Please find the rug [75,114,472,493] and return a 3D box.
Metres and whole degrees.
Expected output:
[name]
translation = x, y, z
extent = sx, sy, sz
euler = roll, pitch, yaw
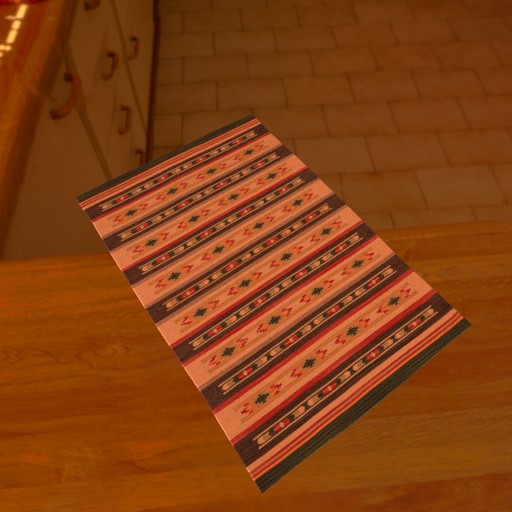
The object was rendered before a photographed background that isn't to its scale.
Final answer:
[rug]
translation = 0.000, 0.000, 2.298
extent = 1.221, 0.009, 1.825
euler = -31, 63, -18
